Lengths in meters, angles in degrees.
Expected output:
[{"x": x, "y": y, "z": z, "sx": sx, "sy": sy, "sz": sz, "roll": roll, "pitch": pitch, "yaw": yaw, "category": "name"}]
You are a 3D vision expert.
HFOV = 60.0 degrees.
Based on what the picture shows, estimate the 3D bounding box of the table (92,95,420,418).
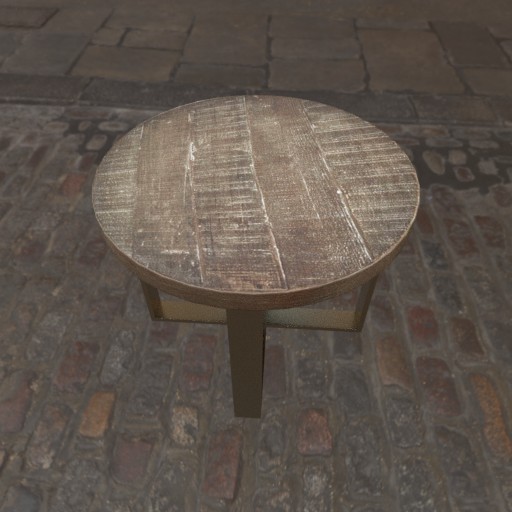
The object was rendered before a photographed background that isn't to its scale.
[{"x": 0.000, "y": 0.000, "z": 0.934, "sx": 0.557, "sy": 0.437, "sz": 0.557, "roll": 0, "pitch": 46, "yaw": 0, "category": "table"}]
